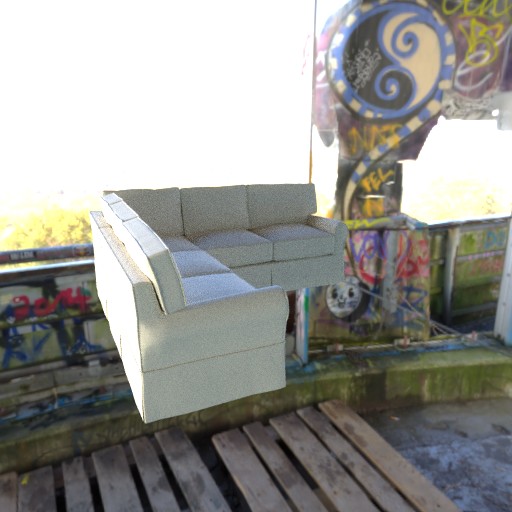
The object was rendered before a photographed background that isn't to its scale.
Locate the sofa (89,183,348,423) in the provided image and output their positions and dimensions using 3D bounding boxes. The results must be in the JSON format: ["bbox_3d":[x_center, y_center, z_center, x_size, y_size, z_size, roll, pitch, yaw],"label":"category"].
[{"bbox_3d":[0.000,0.000,4.015,2.597,1.070,2.591,-7,17,-24],"label":"sofa"}]
